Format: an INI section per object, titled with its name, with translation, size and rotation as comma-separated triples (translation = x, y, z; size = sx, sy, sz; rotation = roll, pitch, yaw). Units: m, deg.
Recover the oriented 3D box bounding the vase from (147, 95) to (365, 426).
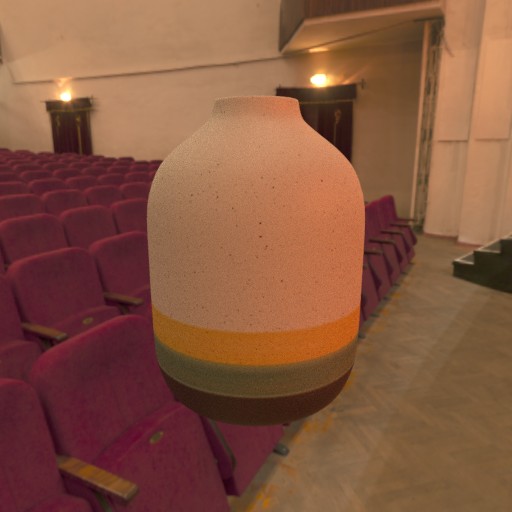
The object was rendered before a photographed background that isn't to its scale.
[vase]
translation = 0.000, 0.000, 0.361
size = 0.169, 0.240, 0.169
rotation = 0, 14, 0
